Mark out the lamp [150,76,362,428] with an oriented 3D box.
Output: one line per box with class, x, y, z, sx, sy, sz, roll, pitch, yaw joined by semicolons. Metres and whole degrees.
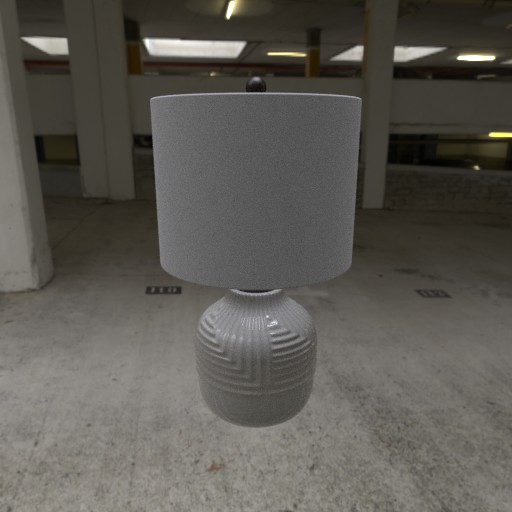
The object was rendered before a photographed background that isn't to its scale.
lamp;0.000;0.000;0.752;0.318;0.567;0.318;0;16;0
